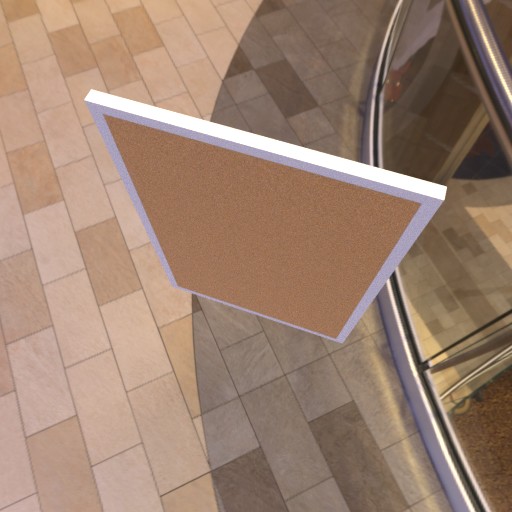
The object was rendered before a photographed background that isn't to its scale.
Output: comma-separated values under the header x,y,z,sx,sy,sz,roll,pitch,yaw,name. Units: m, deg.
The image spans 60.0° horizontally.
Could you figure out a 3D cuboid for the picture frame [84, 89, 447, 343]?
x,y,z,sx,sy,sz,roll,pitch,yaw,name
0.000,0.000,0.554,0.305,0.434,0.013,17,66,8,picture frame
